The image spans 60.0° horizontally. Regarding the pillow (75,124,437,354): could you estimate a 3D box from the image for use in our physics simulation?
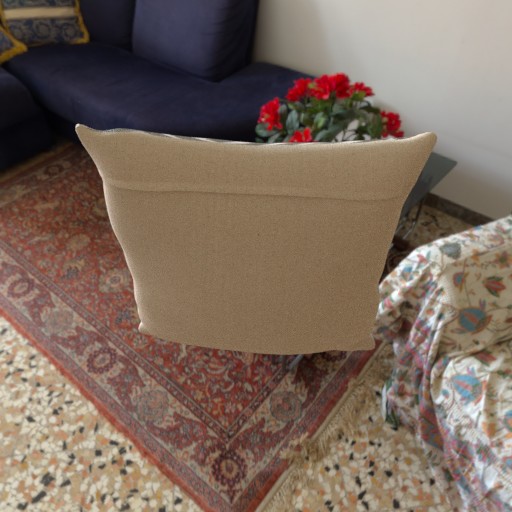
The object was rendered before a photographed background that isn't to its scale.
[{"bbox_3d":[0.000,0.000,0.677,0.440,0.441,0.182,3,46,3],"label":"pillow"}]
